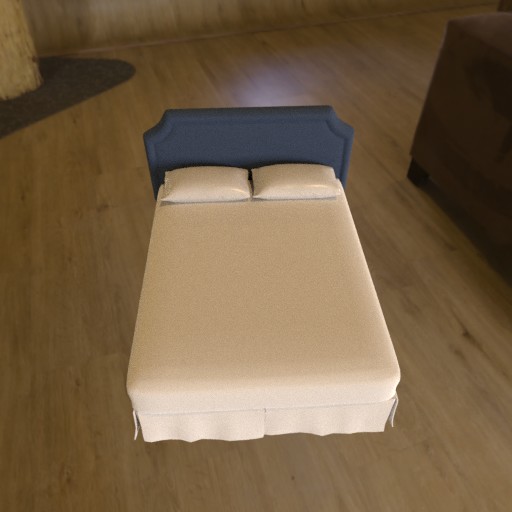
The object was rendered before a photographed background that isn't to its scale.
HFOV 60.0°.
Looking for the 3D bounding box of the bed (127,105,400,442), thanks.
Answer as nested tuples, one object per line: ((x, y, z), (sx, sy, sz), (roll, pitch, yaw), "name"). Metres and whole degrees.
((0.000, 0.000, 3.348), (1.831, 1.297, 2.260), (-2, 45, -2), "bed")
